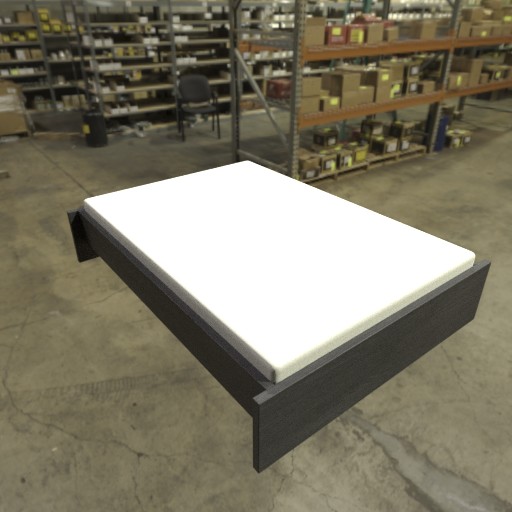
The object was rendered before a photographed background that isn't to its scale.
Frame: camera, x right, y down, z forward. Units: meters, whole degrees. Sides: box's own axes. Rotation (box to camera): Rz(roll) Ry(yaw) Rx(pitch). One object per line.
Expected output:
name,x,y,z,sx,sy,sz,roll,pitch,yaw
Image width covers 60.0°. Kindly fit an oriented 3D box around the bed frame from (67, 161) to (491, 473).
bed frame,0.000,0.000,2.575,1.490,0.432,1.950,-21,36,-32
